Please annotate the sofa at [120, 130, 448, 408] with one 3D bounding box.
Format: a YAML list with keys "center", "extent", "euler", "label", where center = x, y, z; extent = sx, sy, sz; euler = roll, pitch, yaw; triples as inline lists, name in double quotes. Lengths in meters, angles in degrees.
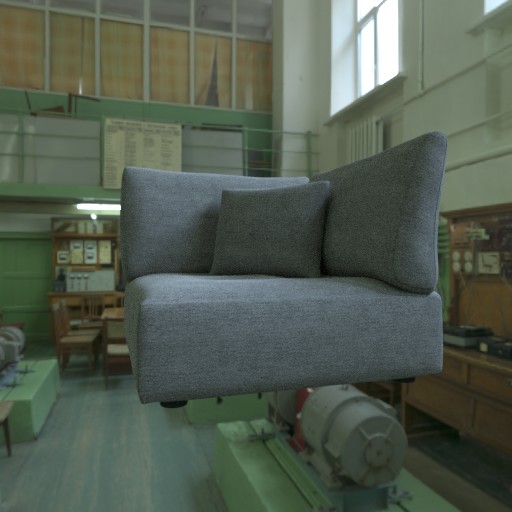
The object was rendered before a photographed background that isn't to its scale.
- center: [0.000, 0.000, 1.732]
  extent: [1.000, 0.820, 1.000]
  euler: [0, 0, -18]
  label: "sofa"
